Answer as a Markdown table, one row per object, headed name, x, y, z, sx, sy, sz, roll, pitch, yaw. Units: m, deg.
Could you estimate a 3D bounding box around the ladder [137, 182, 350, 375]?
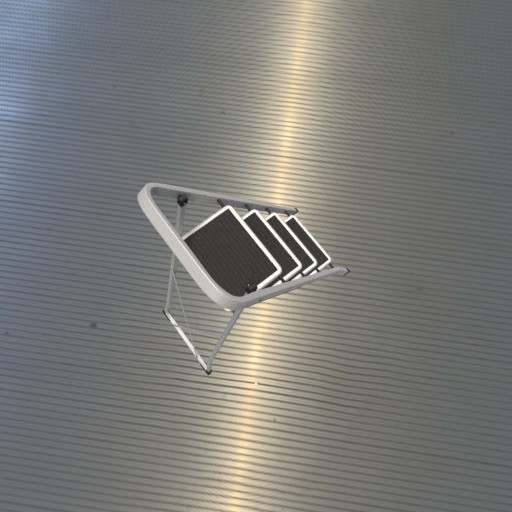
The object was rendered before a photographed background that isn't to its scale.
| name | x | y | z | sx | sy | sz | roll | pitch | yaw |
| --- | --- | --- | --- | --- | --- | --- | --- | --- | --- |
| ladder | 0.000 | 0.000 | 1.729 | 0.914 | 1.265 | 0.460 | -36 | 77 | -10 |
